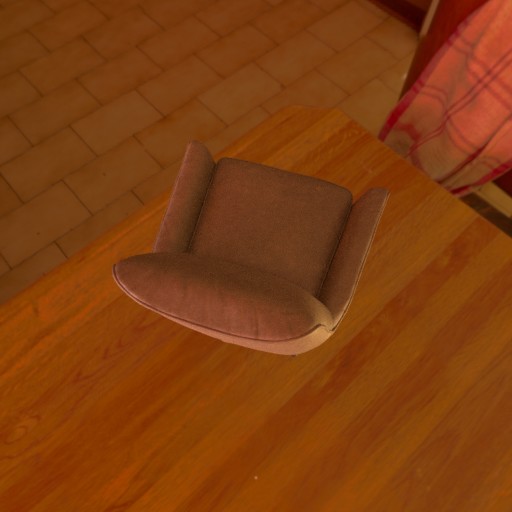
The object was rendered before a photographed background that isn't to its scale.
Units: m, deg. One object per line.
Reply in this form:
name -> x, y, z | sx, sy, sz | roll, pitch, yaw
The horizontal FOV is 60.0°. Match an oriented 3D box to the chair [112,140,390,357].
chair -> 0.000, 0.000, 1.546 | 0.787, 0.888, 0.824 | 16, 65, 8
